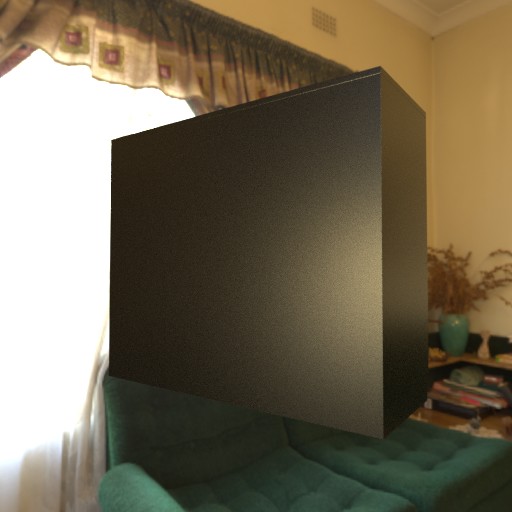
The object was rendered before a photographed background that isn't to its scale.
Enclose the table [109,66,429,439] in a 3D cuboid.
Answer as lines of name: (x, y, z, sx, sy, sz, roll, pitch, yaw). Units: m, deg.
table: (0.000, 0.000, 1.362, 0.930, 0.790, 0.380, -1, -2, 36)
